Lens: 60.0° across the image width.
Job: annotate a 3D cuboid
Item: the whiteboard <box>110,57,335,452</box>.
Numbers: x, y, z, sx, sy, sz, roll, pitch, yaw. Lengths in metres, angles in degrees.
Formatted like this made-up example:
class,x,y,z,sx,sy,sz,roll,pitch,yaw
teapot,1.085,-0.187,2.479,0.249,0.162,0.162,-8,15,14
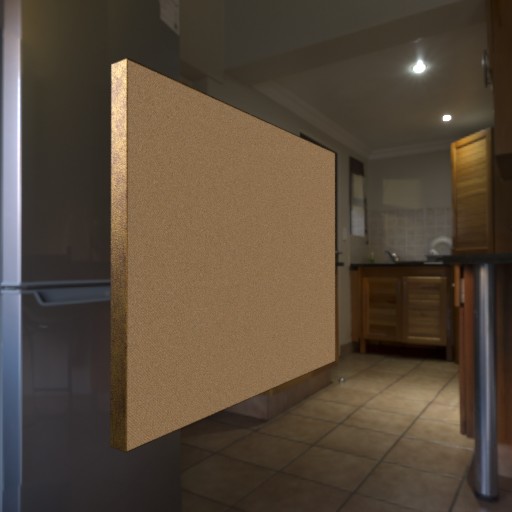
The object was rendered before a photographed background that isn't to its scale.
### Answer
class,x,y,z,sx,sy,sz,roll,pitch,yaw
whiteboard,0.000,0.000,0.750,0.029,0.457,0.561,0,-1,35
